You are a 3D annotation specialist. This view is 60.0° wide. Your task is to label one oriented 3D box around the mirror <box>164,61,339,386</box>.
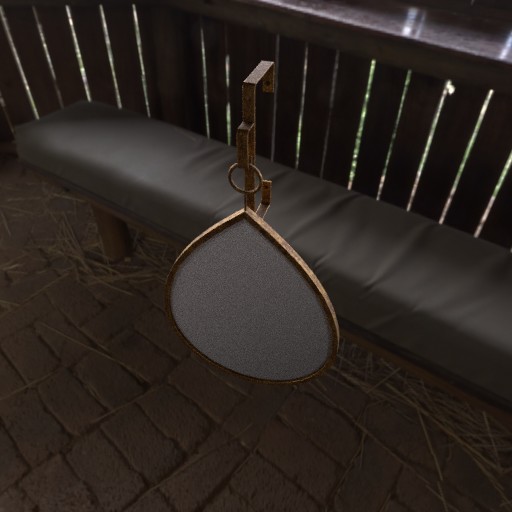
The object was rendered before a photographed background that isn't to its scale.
[{"bbox_3d":[0.000,0.000,0.927,0.405,0.744,0.144,12,43,13],"label":"mirror"}]
